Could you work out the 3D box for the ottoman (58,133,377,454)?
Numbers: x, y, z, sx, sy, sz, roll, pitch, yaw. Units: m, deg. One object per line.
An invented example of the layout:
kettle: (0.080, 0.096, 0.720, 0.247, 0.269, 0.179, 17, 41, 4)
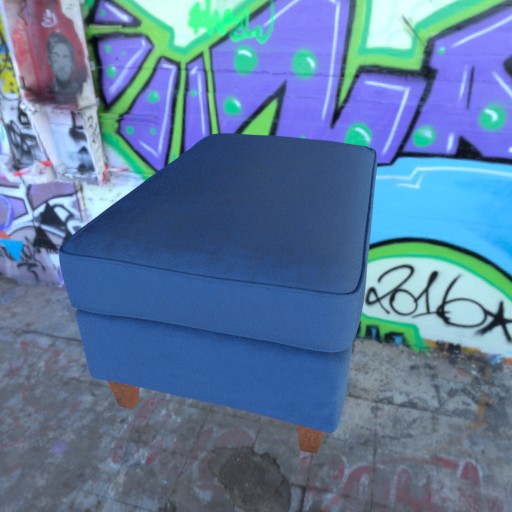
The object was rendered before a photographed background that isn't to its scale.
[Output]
ottoman: (0.000, 0.000, 1.215, 0.583, 0.484, 0.862, 8, 31, 13)
